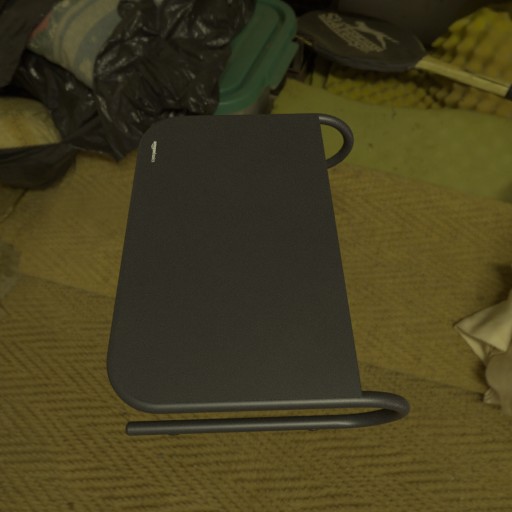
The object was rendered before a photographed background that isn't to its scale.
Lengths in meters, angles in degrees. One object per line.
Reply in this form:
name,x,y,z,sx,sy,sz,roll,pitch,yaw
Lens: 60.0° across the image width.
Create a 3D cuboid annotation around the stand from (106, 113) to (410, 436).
stand,0.000,0.000,0.516,0.280,0.108,0.370,-2,58,-1
